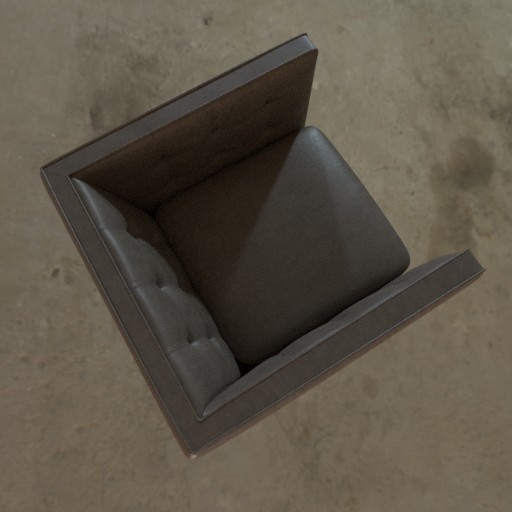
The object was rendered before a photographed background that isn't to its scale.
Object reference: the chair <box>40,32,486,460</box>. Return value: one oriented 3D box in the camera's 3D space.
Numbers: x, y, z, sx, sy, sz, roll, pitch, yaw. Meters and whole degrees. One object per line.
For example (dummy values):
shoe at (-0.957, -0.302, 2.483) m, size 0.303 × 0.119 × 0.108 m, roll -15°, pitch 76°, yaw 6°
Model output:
chair at (0.000, 0.000, 1.523) m, size 0.894 × 0.790 × 0.880 m, roll -30°, pitch 77°, yaw -8°
